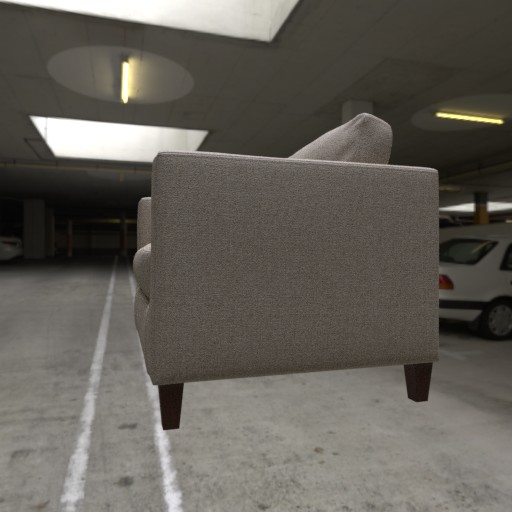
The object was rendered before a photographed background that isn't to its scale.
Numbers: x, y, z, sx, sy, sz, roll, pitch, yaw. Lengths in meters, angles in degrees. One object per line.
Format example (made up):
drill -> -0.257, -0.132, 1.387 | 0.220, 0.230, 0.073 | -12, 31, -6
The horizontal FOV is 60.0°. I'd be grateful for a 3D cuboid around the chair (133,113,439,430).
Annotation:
chair -> 0.000, 0.000, 1.820 | 0.959, 0.961, 1.107 | 0, 0, -17
